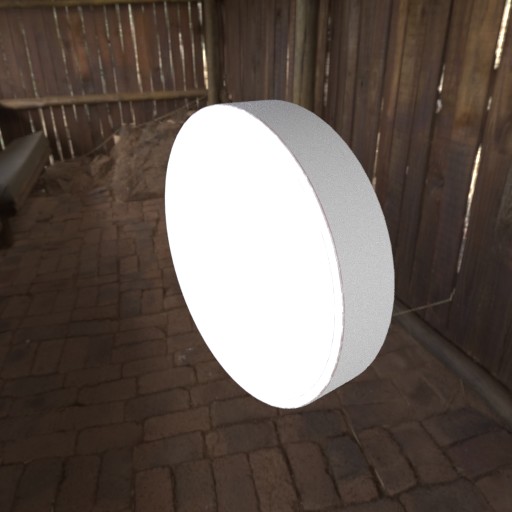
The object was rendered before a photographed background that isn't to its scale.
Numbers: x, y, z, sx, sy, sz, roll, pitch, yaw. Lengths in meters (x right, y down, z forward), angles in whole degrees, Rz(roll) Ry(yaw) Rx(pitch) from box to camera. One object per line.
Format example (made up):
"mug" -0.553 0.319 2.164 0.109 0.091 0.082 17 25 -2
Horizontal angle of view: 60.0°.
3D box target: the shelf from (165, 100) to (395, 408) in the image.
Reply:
"shelf" 0.000 0.000 1.225 0.158 0.807 0.806 -17 30 -32
